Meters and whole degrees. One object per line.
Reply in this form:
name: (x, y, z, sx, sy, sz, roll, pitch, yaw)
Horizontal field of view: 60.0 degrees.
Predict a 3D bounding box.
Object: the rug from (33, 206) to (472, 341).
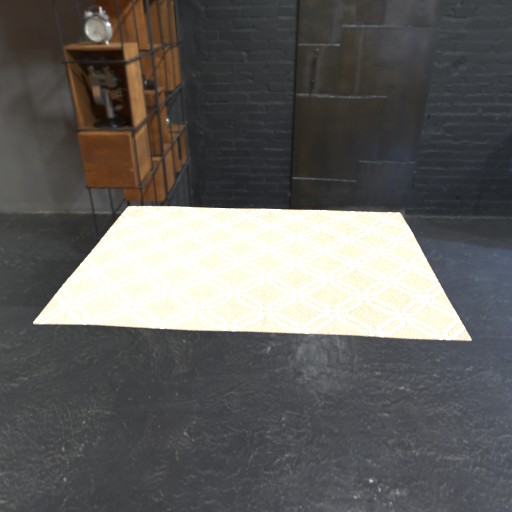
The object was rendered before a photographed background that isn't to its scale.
rug: (0.000, 0.000, 2.796, 2.135, 0.013, 1.524, 2, 29, 3)
